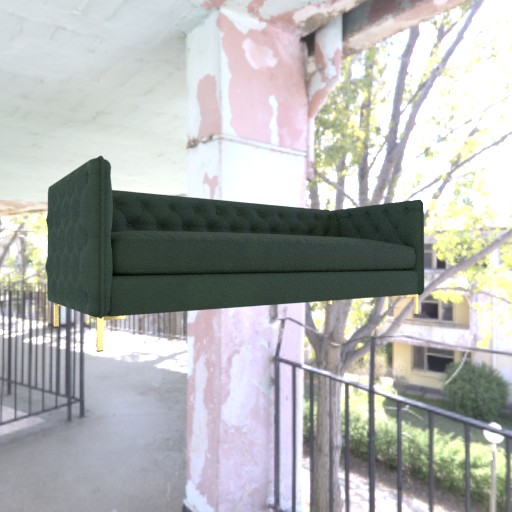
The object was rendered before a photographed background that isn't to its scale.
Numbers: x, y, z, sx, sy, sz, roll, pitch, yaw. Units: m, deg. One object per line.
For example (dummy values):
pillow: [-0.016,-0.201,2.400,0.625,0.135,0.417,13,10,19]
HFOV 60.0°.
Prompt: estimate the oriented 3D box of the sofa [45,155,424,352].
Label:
sofa: [0.000,0.000,2.676,2.209,0.771,0.895,0,-1,-36]
